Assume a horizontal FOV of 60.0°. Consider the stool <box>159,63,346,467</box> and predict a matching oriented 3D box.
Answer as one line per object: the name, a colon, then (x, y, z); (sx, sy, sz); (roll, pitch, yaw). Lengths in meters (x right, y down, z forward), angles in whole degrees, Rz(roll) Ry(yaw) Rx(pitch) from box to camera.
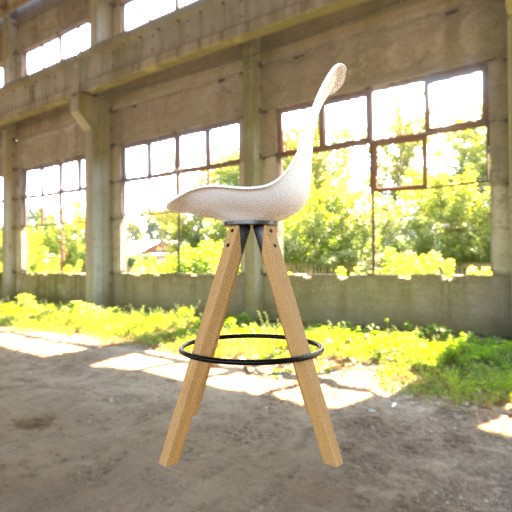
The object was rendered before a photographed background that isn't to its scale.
stool: (0.000, 0.000, 1.382); (0.549, 1.115, 0.482); (0, -1, 0)
